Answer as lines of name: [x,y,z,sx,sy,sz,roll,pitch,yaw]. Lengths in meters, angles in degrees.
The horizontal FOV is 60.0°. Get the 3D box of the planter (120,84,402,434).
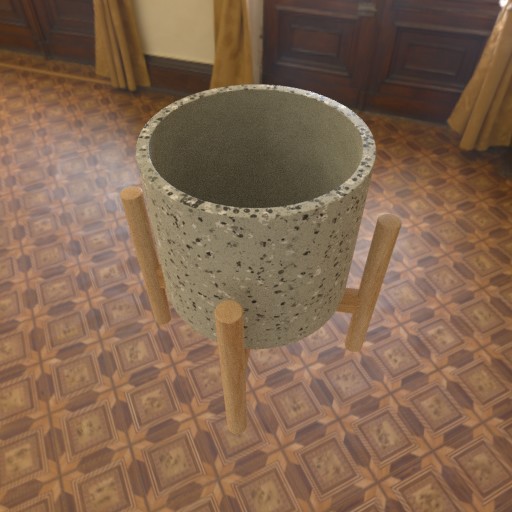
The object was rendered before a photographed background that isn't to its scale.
planter: [0.000,0.000,0.532,0.284,0.320,0.284,25,51,21]
